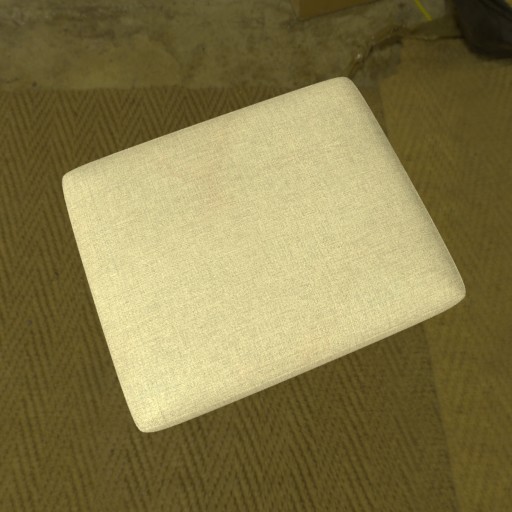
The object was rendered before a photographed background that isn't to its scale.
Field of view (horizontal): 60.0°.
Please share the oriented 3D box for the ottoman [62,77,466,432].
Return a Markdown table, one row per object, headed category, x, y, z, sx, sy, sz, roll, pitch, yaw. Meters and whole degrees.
| category | x | y | z | sx | sy | sz | roll | pitch | yaw |
| --- | --- | --- | --- | --- | --- | --- | --- | --- | --- |
| ottoman | 0.000 | 0.000 | 1.232 | 0.820 | 0.490 | 0.671 | -21 | 75 | -6 |
